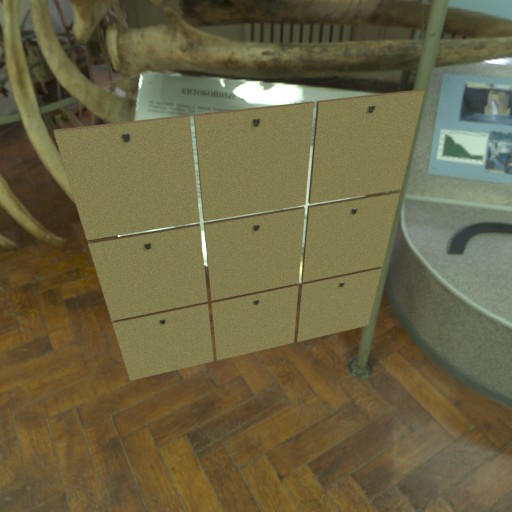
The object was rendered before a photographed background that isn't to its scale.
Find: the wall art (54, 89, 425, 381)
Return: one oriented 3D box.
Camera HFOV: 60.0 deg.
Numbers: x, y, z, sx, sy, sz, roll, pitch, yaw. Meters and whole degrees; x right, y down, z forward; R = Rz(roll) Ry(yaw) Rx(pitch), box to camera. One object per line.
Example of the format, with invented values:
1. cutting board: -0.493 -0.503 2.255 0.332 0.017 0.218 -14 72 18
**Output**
1. wall art: 0.000 0.000 1.803 1.221 1.218 0.024 -10 41 -12
